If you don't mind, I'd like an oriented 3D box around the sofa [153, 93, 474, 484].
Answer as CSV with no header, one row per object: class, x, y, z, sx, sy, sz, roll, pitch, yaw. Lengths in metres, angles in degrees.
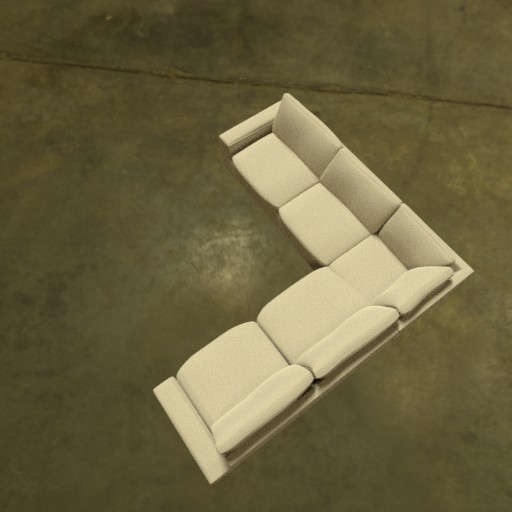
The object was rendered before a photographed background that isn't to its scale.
sofa,0.000,0.000,4.760,3.206,0.918,3.066,-34,69,-15
